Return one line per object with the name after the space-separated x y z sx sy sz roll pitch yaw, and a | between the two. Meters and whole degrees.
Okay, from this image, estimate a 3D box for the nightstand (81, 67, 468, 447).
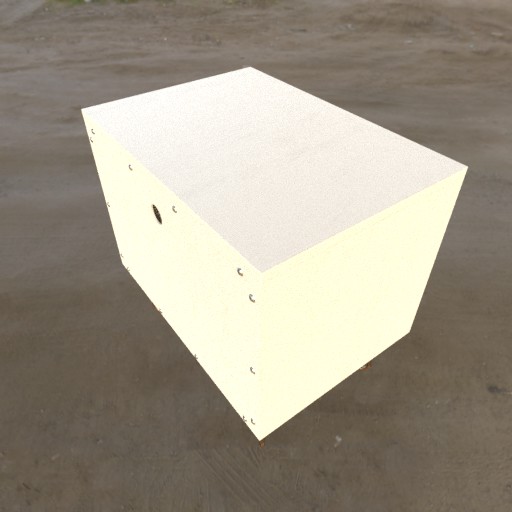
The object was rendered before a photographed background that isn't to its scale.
0.000 0.000 1.026 0.447 0.604 0.614 -26 47 -27 | nightstand
